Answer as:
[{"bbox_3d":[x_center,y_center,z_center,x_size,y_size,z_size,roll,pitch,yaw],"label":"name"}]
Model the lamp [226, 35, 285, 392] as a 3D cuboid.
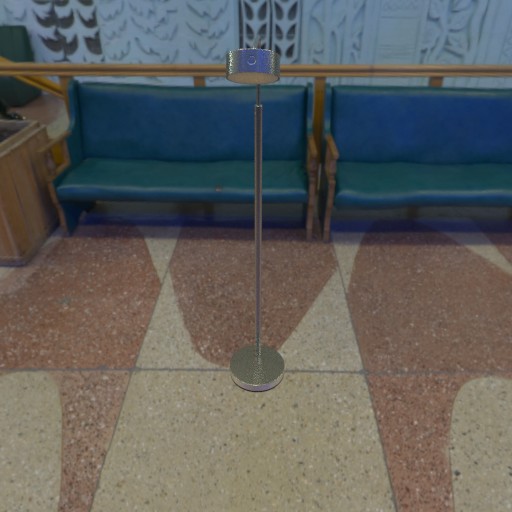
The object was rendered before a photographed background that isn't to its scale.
[{"bbox_3d":[0.000,0.000,1.404,0.222,1.250,0.421,1,33,2],"label":"lamp"}]
